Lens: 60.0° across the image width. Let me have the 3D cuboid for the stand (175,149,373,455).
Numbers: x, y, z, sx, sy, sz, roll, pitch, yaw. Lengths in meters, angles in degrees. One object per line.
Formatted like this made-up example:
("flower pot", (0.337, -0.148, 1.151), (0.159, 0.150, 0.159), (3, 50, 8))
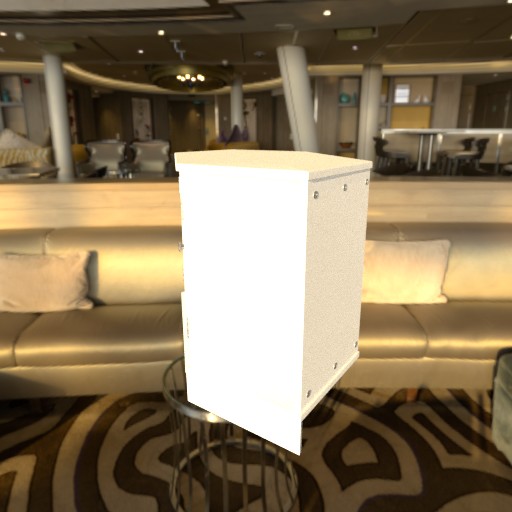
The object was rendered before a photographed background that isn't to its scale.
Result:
("stand", (0.000, 0.000, 1.394), (0.477, 0.614, 1.072), (-3, 16, -10))
